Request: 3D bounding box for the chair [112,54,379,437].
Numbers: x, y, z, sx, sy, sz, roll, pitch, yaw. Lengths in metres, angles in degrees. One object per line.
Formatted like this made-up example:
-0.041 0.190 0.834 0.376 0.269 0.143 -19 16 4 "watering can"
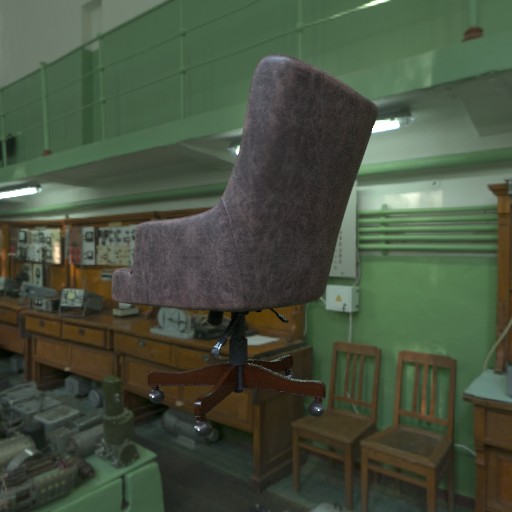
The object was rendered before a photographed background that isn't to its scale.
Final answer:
0.000 0.000 1.498 0.762 1.035 0.641 1 2 37 "chair"
